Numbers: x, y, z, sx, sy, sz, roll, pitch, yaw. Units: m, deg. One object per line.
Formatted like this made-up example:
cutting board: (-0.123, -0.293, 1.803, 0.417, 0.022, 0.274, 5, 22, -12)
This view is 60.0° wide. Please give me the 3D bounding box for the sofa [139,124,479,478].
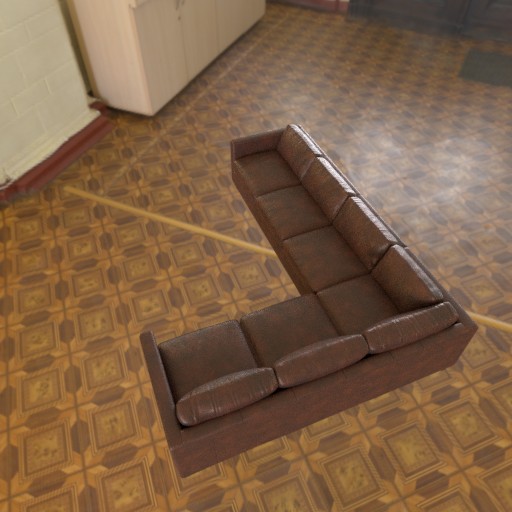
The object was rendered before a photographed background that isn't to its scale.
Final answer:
sofa: (0.000, 0.000, 4.261, 2.438, 0.836, 3.152, -17, 49, -15)
